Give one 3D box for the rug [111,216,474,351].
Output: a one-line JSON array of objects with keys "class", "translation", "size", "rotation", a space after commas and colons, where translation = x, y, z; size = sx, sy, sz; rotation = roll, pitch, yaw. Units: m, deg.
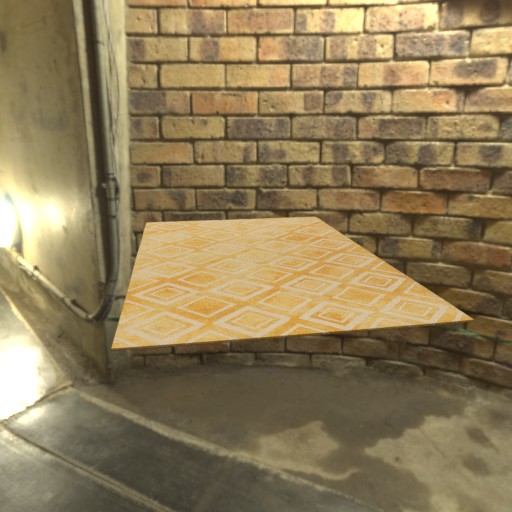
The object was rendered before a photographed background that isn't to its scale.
[{"class": "rug", "translation": [0.000, 0.000, 2.288], "size": [1.213, 0.010, 1.829], "rotation": [-3, 17, -10]}]
